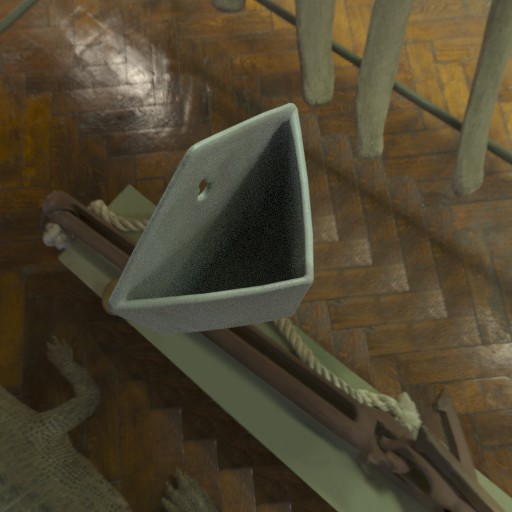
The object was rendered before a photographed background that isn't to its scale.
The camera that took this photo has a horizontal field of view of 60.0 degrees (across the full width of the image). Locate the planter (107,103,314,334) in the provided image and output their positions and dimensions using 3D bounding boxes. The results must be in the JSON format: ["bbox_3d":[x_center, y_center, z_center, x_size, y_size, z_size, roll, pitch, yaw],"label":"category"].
[{"bbox_3d":[0.000,0.000,0.284,0.080,0.194,0.163,38,78,9],"label":"planter"}]
